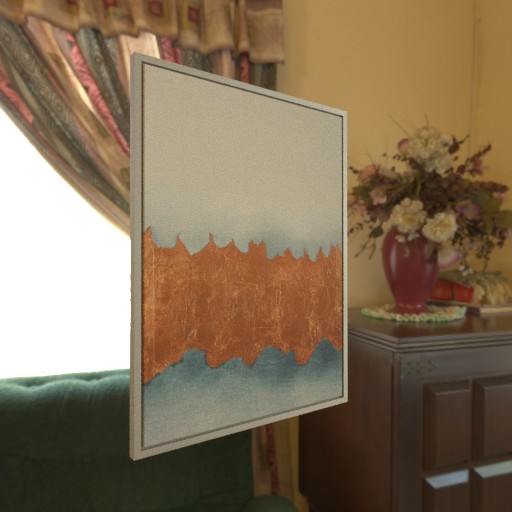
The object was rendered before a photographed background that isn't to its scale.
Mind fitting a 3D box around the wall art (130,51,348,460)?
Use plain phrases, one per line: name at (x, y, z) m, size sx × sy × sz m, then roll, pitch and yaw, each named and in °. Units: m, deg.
wall art at (0.000, 0.000, 1.373) m, size 0.789 × 1.042 × 0.034 m, roll 0°, pitch 0°, yaw -36°
